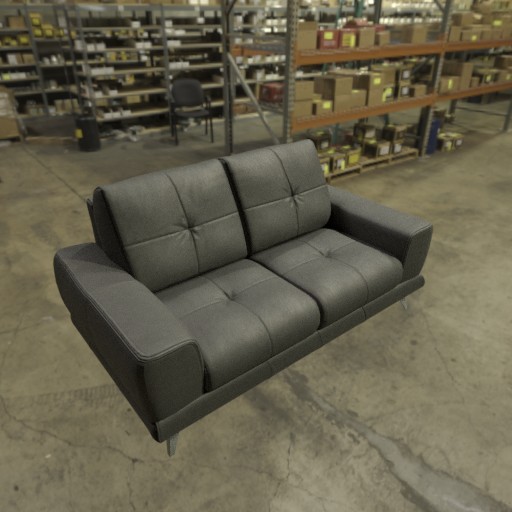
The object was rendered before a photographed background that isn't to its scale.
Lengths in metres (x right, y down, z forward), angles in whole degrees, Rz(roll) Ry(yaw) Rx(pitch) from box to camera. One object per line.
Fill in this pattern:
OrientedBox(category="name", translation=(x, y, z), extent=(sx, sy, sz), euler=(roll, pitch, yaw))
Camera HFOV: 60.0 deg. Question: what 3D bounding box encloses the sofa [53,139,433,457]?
OrientedBox(category="sofa", translation=(0.000, 0.000, 2.341), extent=(1.806, 0.907, 1.018), euler=(-21, 36, -33))
